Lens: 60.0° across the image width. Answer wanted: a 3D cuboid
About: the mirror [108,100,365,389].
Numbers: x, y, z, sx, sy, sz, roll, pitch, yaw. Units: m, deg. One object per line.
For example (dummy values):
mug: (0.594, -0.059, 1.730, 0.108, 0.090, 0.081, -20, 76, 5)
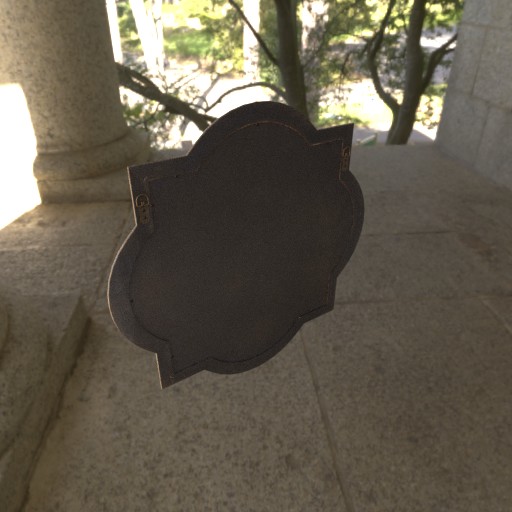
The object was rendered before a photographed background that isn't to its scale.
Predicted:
mirror: (0.000, 0.000, 1.047, 0.686, 0.686, 0.019, -19, 36, -29)
